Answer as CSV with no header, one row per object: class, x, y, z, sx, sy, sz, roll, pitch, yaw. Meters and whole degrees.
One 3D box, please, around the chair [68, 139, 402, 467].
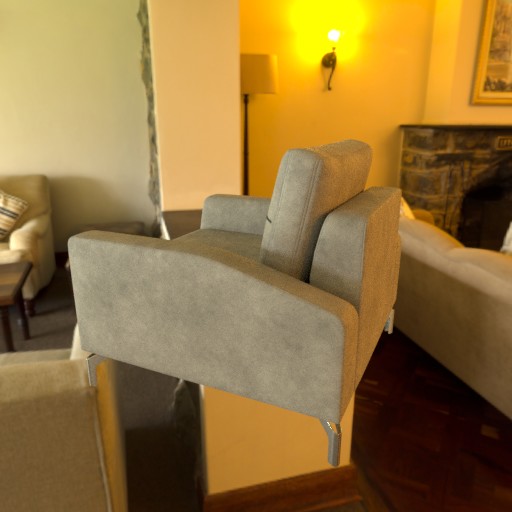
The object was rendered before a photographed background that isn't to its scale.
chair,0.000,0.000,1.595,0.900,0.800,0.900,8,19,24
